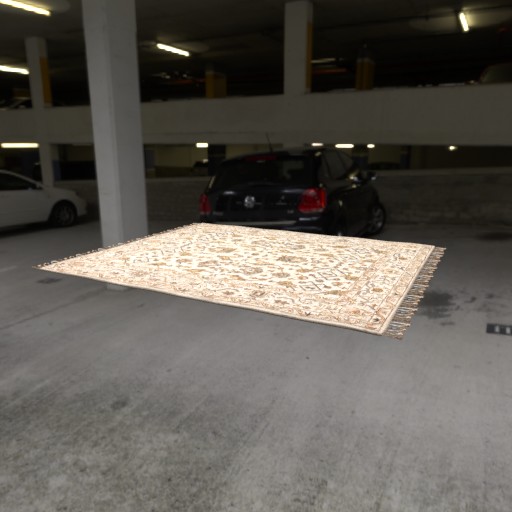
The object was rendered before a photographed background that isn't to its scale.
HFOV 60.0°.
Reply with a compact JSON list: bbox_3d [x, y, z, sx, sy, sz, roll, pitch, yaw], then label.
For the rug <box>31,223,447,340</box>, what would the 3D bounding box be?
[{"bbox_3d":[0.000,0.000,4.097,3.061,0.034,2.426,7,16,27],"label":"rug"}]
